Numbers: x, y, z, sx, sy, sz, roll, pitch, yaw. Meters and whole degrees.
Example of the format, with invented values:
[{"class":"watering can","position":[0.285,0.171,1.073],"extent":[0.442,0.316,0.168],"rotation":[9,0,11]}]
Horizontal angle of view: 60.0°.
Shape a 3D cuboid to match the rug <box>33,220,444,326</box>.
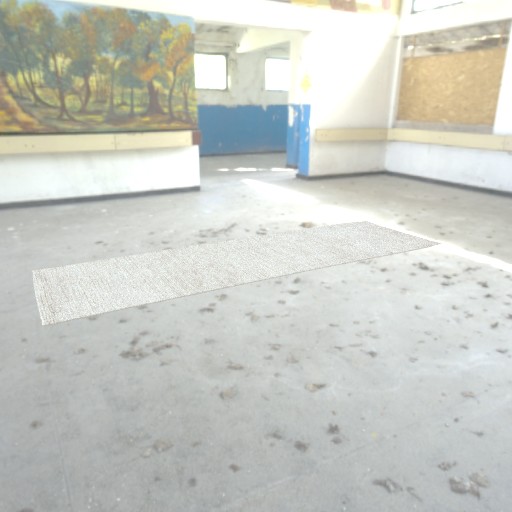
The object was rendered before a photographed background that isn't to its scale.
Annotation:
[{"class":"rug","position":[0.000,0.000,2.601],"extent":[2.346,0.013,0.712],"rotation":[-10,21,-27]}]
